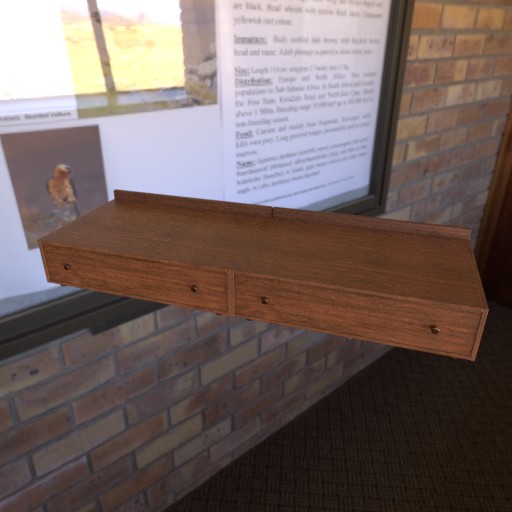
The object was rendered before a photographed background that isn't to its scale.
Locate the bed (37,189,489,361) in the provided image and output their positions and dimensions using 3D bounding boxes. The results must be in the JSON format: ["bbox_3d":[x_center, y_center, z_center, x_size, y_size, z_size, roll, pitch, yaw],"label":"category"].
[{"bbox_3d":[0.000,0.000,2.297,2.057,0.326,0.787,8,27,16],"label":"bed"}]
